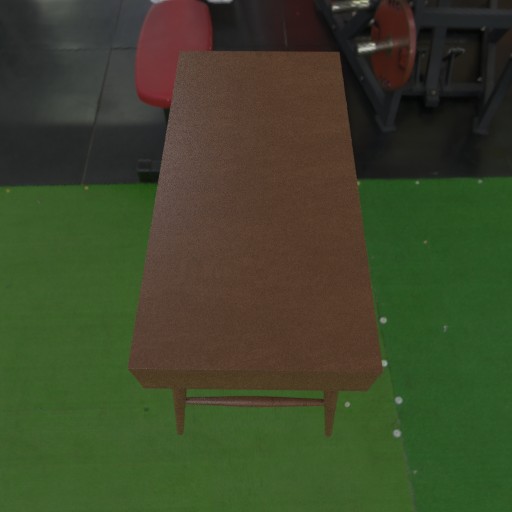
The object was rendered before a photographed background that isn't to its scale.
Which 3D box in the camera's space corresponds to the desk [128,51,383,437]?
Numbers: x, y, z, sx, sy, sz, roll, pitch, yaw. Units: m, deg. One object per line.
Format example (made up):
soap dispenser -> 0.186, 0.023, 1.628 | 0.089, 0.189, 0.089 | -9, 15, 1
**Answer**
desk -> 0.000, 0.000, 1.382 | 0.510, 0.758, 0.949 | 1, 59, 0
